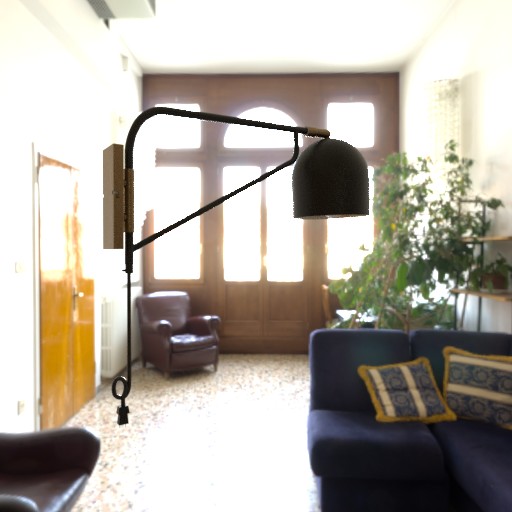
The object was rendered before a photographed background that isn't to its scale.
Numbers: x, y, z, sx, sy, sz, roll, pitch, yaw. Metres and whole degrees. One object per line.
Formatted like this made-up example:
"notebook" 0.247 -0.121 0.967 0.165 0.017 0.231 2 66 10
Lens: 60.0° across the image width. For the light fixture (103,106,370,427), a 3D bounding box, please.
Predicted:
"light fixture" 0.000 0.000 1.092 0.720 0.696 0.215 0 1 -35
